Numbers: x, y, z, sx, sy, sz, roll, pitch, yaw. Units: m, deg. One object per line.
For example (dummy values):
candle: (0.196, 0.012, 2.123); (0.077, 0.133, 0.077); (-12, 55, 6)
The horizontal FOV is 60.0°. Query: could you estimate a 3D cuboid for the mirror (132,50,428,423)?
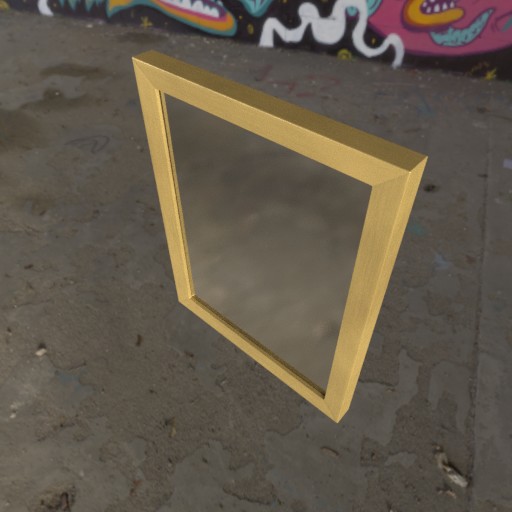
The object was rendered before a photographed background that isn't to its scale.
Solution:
mirror: (0.000, 0.000, 0.682); (0.405, 0.508, 0.041); (32, 53, 28)
